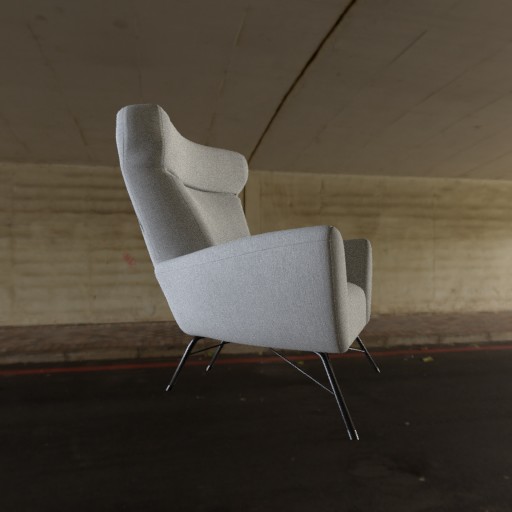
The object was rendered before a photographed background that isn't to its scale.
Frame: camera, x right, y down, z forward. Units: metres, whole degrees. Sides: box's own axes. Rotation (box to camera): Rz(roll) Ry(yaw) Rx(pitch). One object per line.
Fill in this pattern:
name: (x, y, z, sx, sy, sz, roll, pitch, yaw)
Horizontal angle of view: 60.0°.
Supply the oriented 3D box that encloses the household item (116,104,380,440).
household item: (0.000, 0.000, 1.781, 0.900, 1.050, 0.980, 0, 0, 20)
